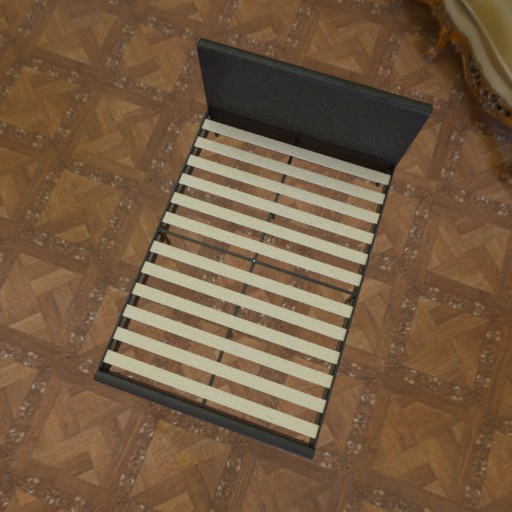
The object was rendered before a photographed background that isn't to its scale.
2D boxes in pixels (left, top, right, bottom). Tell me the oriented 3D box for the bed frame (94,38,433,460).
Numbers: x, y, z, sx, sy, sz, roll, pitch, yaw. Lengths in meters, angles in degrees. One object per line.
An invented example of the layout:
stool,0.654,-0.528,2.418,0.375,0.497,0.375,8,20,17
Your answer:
bed frame,0.000,0.000,2.892,1.469,1.046,2.152,18,76,5
